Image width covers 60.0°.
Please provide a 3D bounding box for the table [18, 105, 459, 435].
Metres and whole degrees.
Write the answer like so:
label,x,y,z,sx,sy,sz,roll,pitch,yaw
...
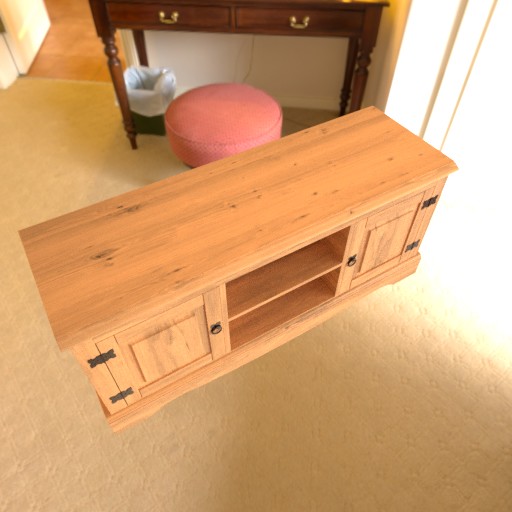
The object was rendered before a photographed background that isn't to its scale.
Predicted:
label,x,y,z,sx,sy,sz,roll,pitch,yaw
table,0.000,0.000,1.432,1.200,0.510,0.400,-24,53,-20
